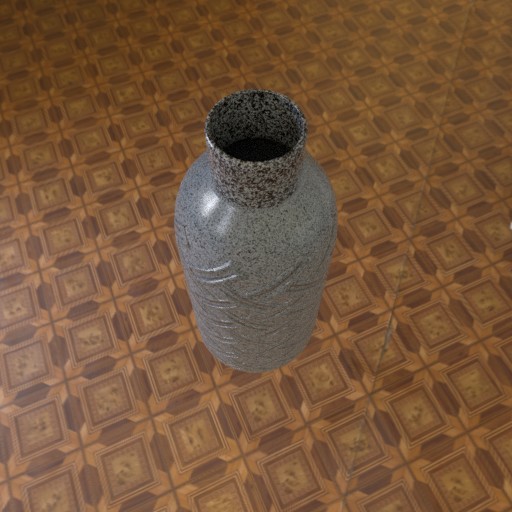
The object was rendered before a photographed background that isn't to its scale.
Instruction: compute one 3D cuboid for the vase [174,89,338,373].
[{"bbox_3d":[0.000,0.000,0.344,0.122,0.282,0.122,0,63,0],"label":"vase"}]
